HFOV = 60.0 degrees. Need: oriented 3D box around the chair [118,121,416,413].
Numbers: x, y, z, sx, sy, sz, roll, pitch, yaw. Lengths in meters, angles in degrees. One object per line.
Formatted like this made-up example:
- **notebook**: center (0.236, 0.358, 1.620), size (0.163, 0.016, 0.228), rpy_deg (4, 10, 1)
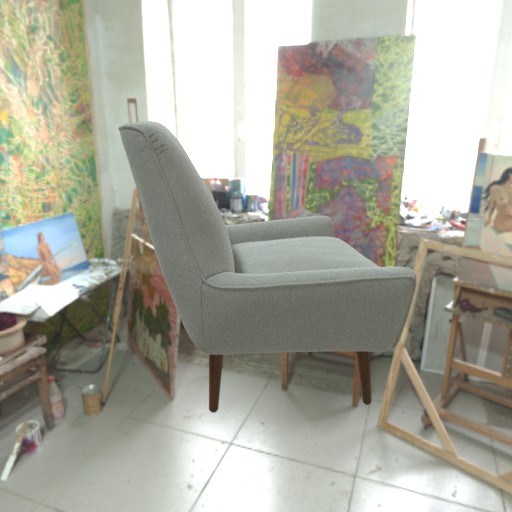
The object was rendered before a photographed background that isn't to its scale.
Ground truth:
- **chair**: center (0.000, 0.000, 1.524), size (0.822, 0.888, 0.787), rpy_deg (-3, 17, -9)
